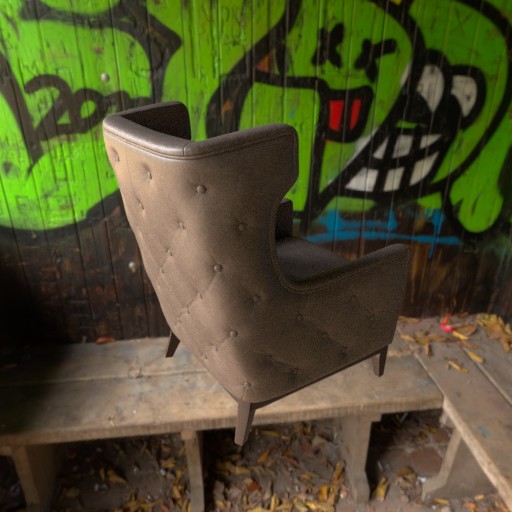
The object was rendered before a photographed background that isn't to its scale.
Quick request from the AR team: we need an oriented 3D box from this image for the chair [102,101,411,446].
[{"bbox_3d":[0.000,0.000,1.682,0.899,1.079,0.769,-17,30,-31],"label":"chair"}]
